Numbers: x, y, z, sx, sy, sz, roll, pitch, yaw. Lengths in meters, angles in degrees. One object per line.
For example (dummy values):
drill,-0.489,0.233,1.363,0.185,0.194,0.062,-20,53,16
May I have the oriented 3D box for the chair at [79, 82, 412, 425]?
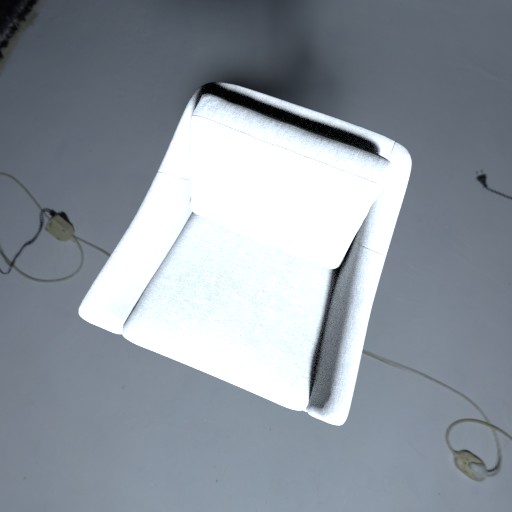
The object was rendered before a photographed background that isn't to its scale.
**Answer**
chair,0.000,0.000,1.726,0.986,0.902,0.961,21,75,6
